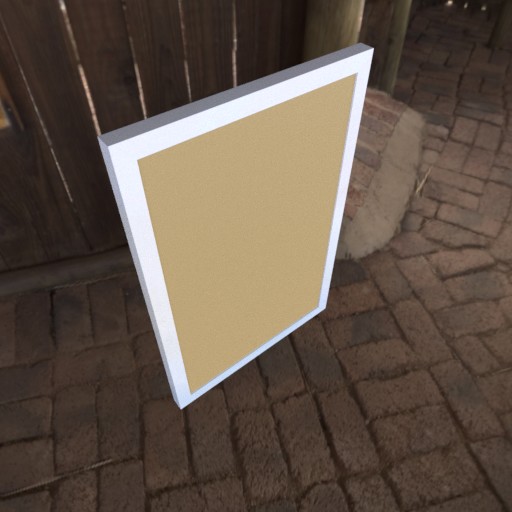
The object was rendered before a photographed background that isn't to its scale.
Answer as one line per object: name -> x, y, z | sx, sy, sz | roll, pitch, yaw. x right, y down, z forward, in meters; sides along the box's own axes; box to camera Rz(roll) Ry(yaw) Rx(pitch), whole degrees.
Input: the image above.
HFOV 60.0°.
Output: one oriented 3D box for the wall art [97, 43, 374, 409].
wall art -> 0.000, 0.000, 1.154 | 0.612, 0.915, 0.039 | -30, 53, -25
